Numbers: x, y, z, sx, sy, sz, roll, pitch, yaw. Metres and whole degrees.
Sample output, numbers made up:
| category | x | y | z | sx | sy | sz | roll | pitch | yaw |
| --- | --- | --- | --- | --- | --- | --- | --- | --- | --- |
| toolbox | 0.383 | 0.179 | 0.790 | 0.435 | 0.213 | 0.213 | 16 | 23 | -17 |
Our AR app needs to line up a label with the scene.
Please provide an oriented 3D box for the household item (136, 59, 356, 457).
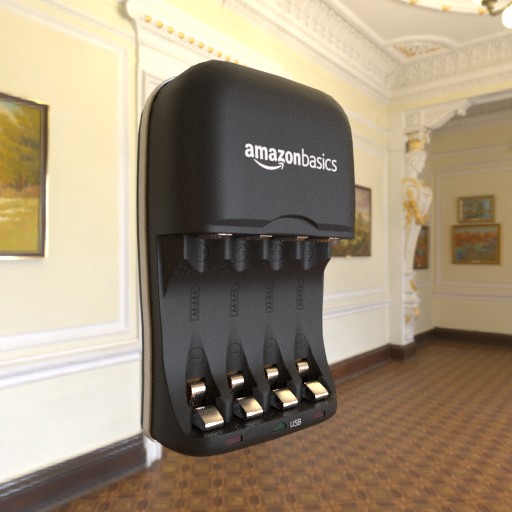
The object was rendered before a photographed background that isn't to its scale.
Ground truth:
| category | x | y | z | sx | sy | sz | roll | pitch | yaw |
| --- | --- | --- | --- | --- | --- | --- | --- | --- | --- |
| household item | 0.000 | 0.000 | 0.144 | 0.070 | 0.114 | 0.038 | 0 | 0 | -37 |
